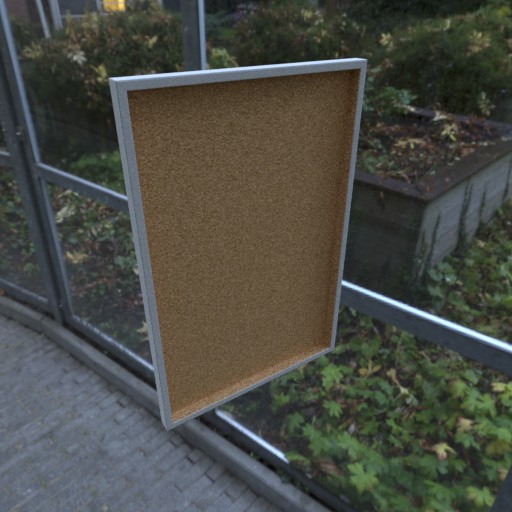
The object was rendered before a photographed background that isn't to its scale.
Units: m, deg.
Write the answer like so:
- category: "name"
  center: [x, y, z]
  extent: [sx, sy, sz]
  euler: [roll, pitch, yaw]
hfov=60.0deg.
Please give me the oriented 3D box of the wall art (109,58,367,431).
- category: "wall art"
  center: [0.000, 0.000, 1.160]
  extent: [0.610, 0.914, 0.038]
  euler: [-18, 34, -28]
